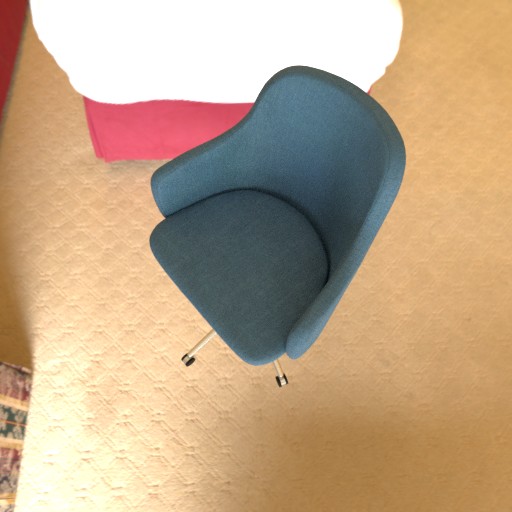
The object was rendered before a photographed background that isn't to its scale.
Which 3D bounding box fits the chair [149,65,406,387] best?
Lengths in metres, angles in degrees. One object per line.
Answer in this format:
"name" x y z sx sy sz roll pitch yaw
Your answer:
"chair" 0.000 0.000 1.263 0.655 0.820 0.599 -37 69 -17
